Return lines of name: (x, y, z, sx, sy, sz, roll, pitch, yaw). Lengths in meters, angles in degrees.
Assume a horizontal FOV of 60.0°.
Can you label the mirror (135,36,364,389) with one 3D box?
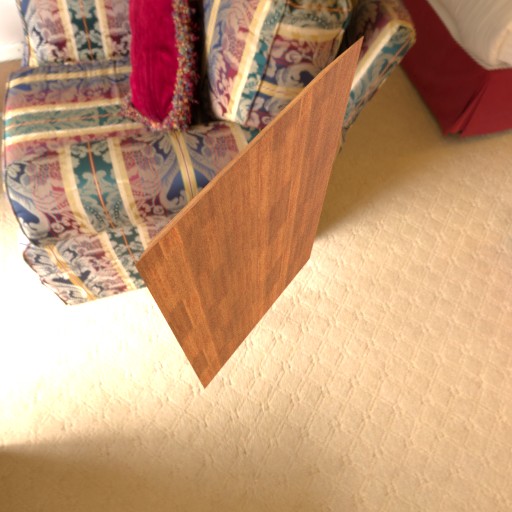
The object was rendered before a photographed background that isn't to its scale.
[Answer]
mirror: (0.000, 0.000, 1.235, 0.047, 1.010, 0.651, 35, 68, 16)
